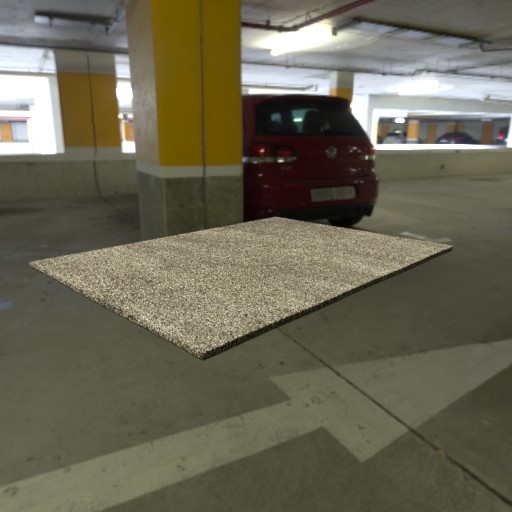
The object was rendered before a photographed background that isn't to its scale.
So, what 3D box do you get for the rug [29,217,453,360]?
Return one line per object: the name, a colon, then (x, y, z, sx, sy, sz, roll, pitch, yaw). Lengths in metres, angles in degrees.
rug: (0.000, 0.000, 2.074, 1.198, 0.025, 1.601, 14, 21, 43)
